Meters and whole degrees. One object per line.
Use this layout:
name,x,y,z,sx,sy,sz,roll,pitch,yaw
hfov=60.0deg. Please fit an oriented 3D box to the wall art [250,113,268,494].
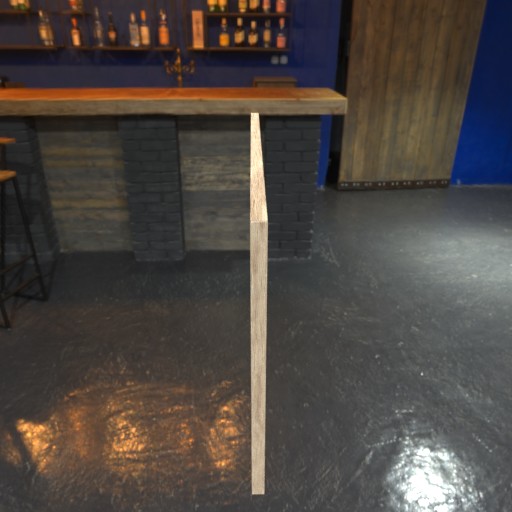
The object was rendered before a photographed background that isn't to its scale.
wall art,0.000,0.000,0.964,0.021,0.480,0.780,0,27,0
